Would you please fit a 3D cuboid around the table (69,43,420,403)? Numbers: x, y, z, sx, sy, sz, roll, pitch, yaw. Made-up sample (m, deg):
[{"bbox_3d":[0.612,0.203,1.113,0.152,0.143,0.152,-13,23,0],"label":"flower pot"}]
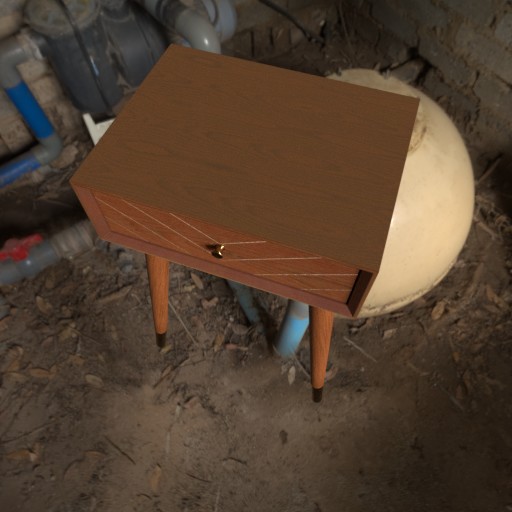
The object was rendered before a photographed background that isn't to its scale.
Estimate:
[{"bbox_3d":[0.000,0.000,0.836,0.406,0.599,0.300,17,60,10],"label":"table"}]
